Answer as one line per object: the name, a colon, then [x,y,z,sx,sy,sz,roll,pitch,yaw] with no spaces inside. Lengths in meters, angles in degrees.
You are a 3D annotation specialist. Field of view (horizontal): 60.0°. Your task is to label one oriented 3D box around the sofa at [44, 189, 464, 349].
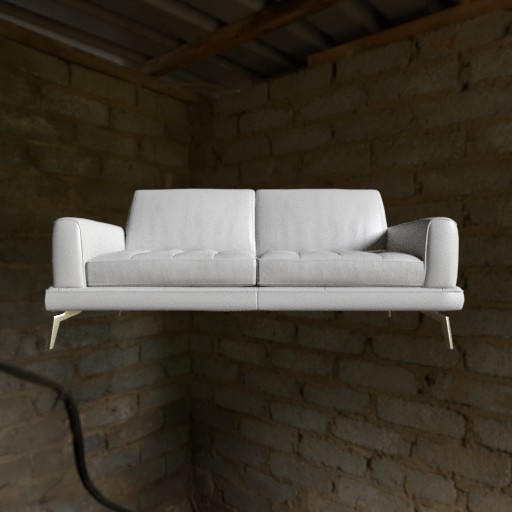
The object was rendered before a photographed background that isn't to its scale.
sofa: [0.000,0.000,2.774,2.177,0.930,1.121,0,1,1]
